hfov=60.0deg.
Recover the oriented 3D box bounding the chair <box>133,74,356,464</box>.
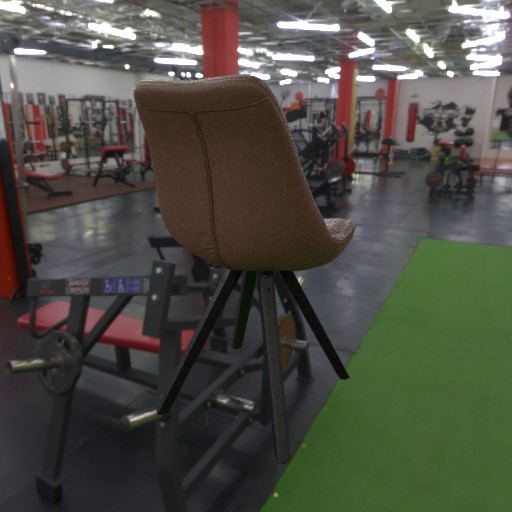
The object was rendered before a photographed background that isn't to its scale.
[{"bbox_3d":[0.000,0.000,1.182,0.475,0.850,0.550,9,19,28],"label":"chair"}]
